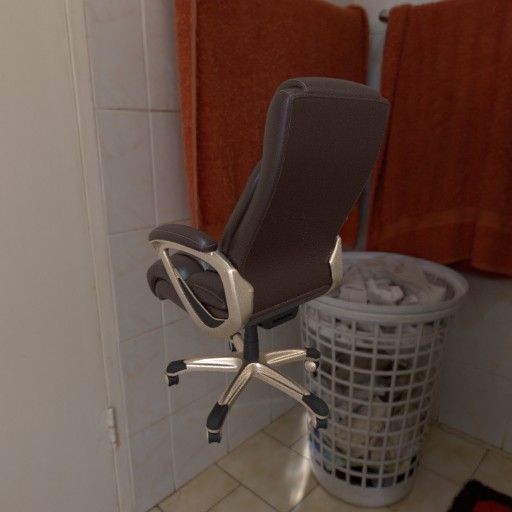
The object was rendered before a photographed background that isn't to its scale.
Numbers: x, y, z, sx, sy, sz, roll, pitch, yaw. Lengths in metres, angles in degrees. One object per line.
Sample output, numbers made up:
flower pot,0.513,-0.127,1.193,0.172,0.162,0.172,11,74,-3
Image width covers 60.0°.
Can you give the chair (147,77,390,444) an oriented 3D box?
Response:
chair,0.000,0.000,1.659,0.692,1.194,0.749,-16,22,-43
